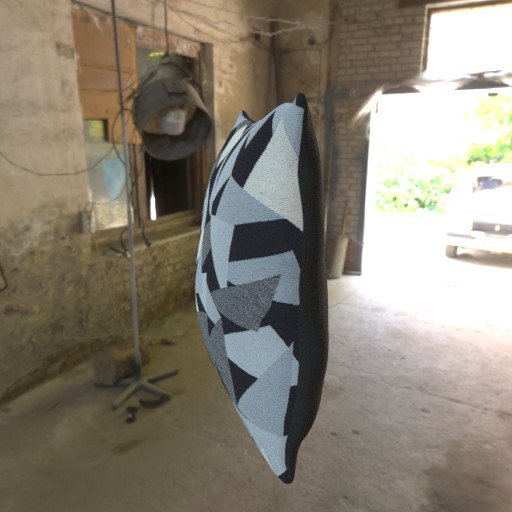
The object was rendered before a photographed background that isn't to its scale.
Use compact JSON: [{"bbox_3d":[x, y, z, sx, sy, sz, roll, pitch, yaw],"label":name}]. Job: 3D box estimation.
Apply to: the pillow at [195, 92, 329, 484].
[{"bbox_3d":[0.000,0.000,0.754,0.208,0.496,0.503,-2,15,-9],"label":"pillow"}]
